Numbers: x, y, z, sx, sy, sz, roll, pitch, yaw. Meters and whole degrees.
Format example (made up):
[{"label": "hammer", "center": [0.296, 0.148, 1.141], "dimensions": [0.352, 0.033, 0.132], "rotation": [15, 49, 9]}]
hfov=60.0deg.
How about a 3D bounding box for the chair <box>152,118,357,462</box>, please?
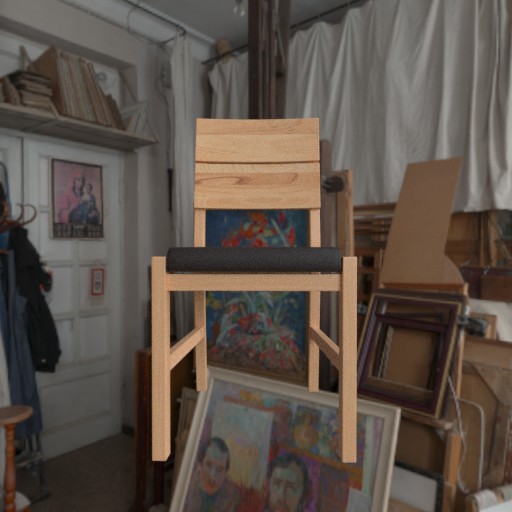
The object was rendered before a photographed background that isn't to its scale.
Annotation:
[{"label": "chair", "center": [0.000, 0.000, 1.295], "dimensions": [0.475, 0.950, 0.560], "rotation": [0, 1, 1]}]
